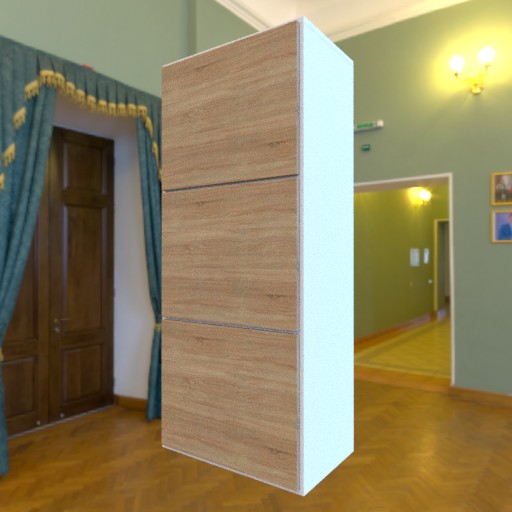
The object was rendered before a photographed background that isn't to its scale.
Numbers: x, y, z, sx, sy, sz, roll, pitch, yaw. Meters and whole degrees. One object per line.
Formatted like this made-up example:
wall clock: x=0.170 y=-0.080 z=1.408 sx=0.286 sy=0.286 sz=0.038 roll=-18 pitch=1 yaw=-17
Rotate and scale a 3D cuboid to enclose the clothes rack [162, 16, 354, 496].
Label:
clothes rack: x=0.000 y=0.000 z=1.361 sx=0.500 sy=1.187 sz=0.331 roll=0 pitch=0 yaw=35
